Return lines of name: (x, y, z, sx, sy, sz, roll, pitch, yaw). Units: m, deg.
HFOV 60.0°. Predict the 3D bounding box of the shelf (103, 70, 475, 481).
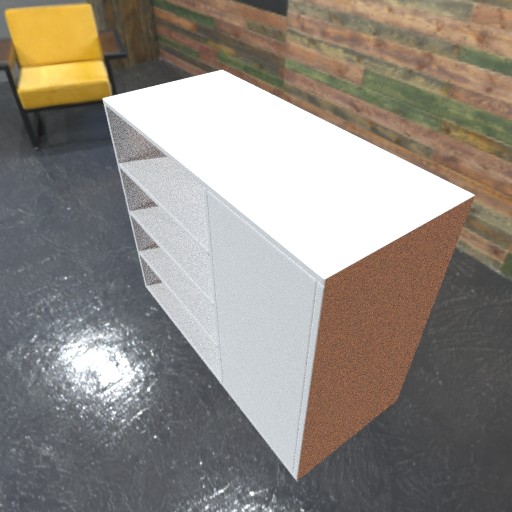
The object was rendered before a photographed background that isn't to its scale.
shelf: (0.000, 0.000, 1.280, 0.396, 0.732, 0.895, -26, 47, -27)
